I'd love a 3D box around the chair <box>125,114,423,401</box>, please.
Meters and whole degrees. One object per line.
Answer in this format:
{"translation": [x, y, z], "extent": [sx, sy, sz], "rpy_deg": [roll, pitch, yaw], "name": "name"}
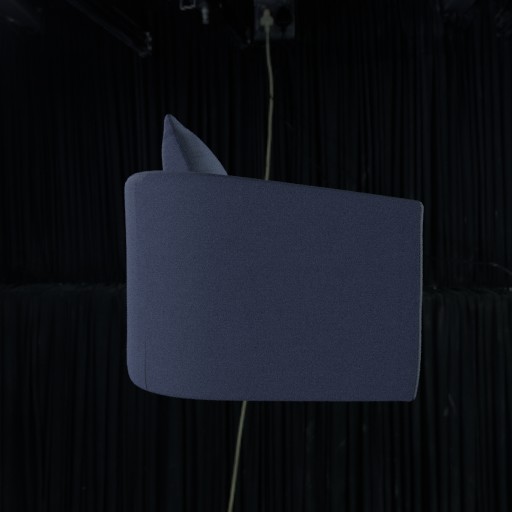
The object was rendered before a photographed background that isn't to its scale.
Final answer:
{"translation": [0.000, 0.000, 1.600], "extent": [0.910, 0.848, 0.845], "rpy_deg": [0, 0, 0], "name": "chair"}
